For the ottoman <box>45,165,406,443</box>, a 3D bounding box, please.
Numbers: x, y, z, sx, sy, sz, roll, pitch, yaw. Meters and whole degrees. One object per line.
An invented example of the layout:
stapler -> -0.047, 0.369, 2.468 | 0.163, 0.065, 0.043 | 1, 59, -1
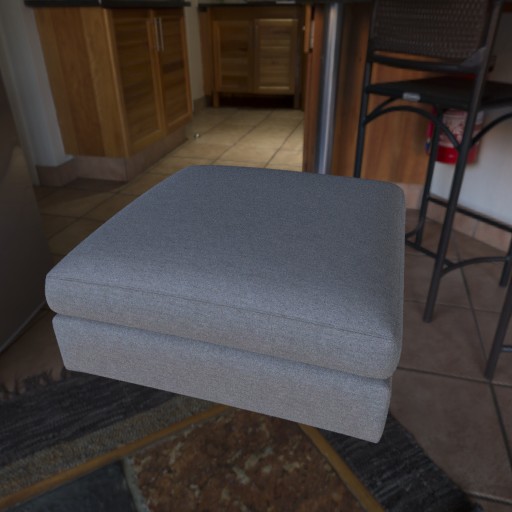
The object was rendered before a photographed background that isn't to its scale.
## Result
ottoman -> 0.000, 0.000, 1.648 | 1.041, 0.470, 1.041 | 9, 31, 14
